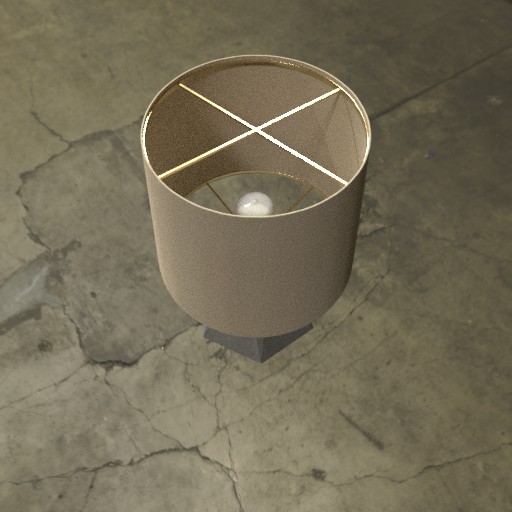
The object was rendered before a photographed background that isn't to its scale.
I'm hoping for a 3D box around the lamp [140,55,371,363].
[{"bbox_3d":[0.000,0.000,0.656,0.276,0.501,0.276,0,59,0],"label":"lamp"}]
